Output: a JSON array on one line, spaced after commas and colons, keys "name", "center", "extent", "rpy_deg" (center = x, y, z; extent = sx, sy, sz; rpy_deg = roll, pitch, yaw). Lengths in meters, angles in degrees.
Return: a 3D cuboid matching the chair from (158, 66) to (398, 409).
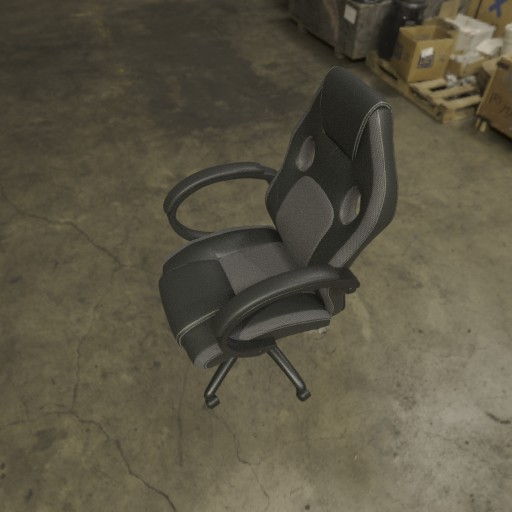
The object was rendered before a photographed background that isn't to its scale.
[{"name": "chair", "center": [0.000, 0.000, 1.612], "extent": [0.724, 1.187, 0.673], "rpy_deg": [-16, 48, -15]}]
